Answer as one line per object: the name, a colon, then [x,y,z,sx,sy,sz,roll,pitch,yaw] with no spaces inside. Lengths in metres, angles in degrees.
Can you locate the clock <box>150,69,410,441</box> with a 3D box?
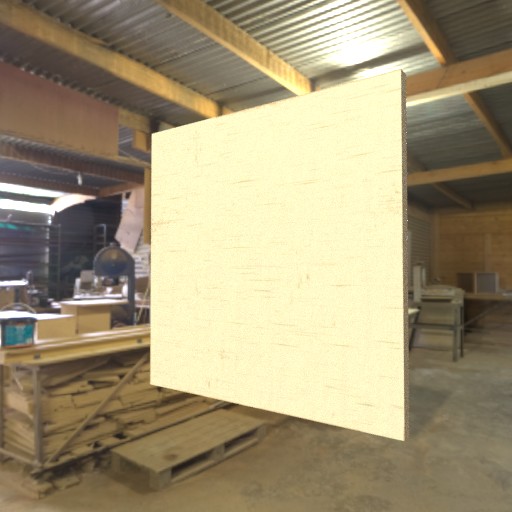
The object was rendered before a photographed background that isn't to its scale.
clock: [0.000,0.000,1.056,0.705,0.705,0.032,-1,-2,36]
